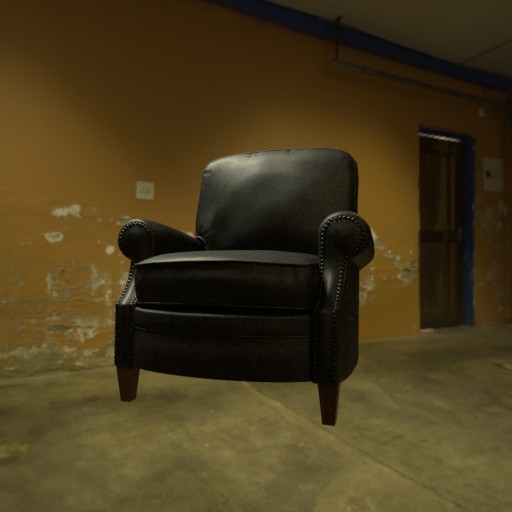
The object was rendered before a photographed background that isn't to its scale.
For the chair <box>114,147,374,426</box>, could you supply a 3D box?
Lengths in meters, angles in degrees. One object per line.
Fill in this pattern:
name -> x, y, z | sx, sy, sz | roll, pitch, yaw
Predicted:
chair -> 0.000, 0.000, 1.790 | 0.936, 1.018, 0.986 | 0, -1, 19
